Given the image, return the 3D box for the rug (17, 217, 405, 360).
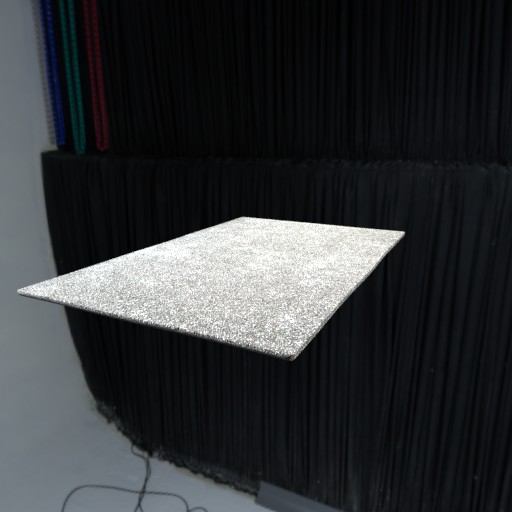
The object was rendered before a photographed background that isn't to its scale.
[{"bbox_3d":[0.000,0.000,2.897,1.502,0.025,2.350,8,17,26],"label":"rug"}]
